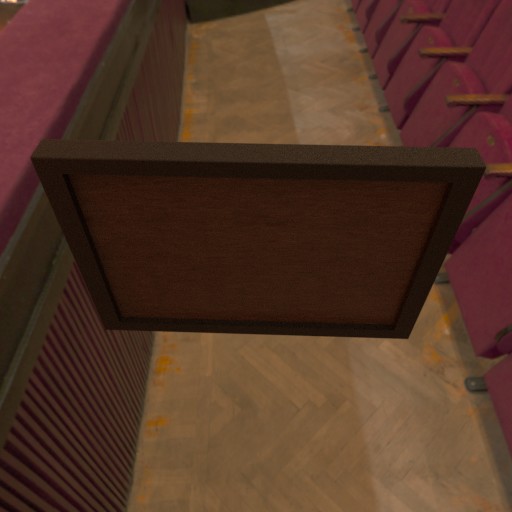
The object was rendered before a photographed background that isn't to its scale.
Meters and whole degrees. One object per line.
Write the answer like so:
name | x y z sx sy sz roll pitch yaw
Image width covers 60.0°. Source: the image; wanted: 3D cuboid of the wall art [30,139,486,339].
wall art | 0.000 0.000 0.834 0.671 0.456 0.051 2 47 1
